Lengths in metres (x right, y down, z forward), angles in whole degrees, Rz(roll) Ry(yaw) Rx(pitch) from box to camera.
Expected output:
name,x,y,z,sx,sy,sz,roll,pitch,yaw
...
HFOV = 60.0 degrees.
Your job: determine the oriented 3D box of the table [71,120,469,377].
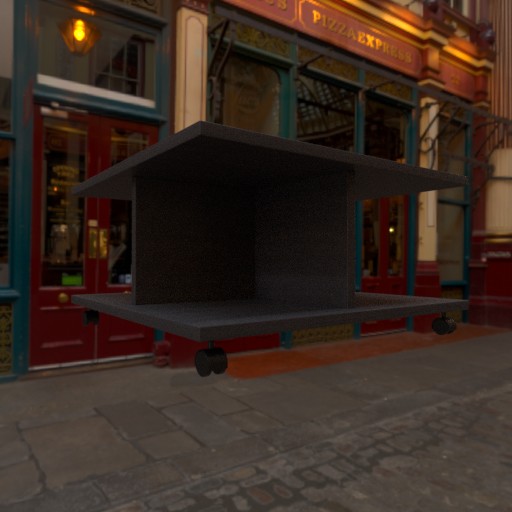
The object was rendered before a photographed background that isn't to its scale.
name,x,y,z,sx,sy,sz,roll,pitch,yaw
table,0.000,0.000,1.193,0.762,0.396,0.762,0,-1,-36
